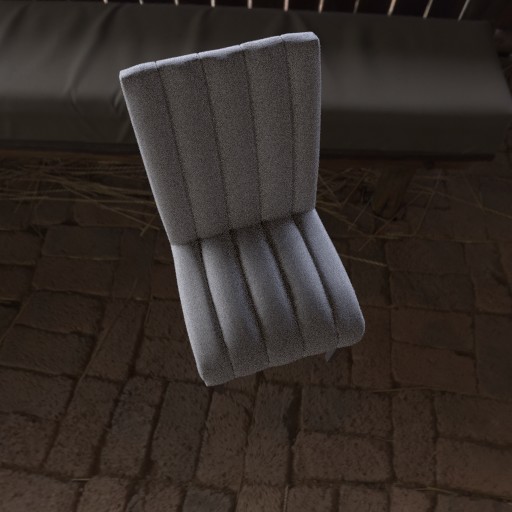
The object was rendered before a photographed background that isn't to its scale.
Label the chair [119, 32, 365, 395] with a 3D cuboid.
[{"bbox_3d":[0.000,0.000,1.358,0.511,1.016,0.647,-15,65,-7],"label":"chair"}]
